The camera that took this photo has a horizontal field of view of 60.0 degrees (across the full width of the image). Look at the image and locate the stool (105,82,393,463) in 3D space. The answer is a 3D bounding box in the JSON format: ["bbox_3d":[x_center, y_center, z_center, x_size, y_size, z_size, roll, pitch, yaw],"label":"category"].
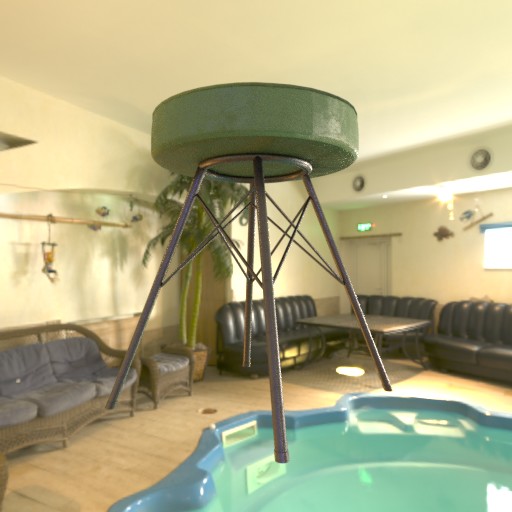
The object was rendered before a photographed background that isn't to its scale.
[{"bbox_3d":[0.000,0.000,0.934,0.430,0.595,0.457,-1,-2,36],"label":"stool"}]
